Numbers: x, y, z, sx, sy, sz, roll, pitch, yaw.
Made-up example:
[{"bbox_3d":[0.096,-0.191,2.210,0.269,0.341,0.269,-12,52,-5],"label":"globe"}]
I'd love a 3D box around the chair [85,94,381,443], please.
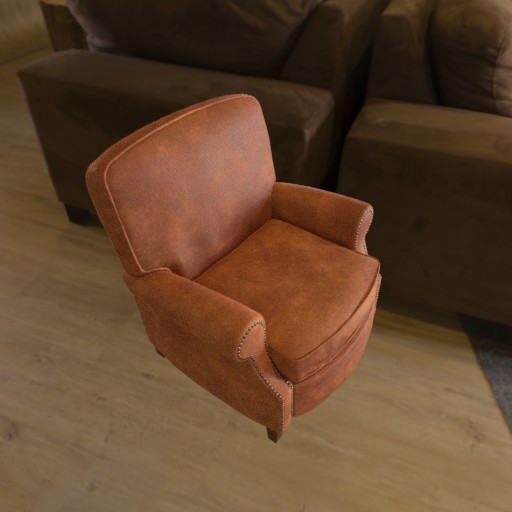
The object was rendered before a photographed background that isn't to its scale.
[{"bbox_3d":[0.000,0.000,1.773,0.986,1.018,0.936,26,47,28],"label":"chair"}]
